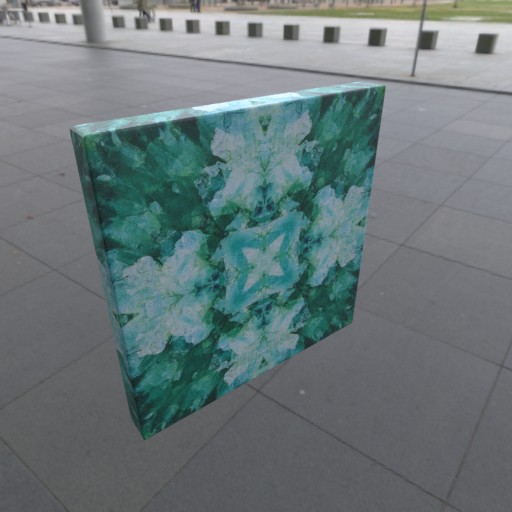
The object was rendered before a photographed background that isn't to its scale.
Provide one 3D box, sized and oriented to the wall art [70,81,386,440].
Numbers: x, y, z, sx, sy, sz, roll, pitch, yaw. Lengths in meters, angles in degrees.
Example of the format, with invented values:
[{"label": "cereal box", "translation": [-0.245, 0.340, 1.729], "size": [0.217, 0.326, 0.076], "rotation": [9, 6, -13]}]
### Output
[{"label": "wall art", "translation": [0.000, 0.000, 0.466], "size": [0.313, 0.313, 0.033], "rotation": [-21, 37, -31]}]
